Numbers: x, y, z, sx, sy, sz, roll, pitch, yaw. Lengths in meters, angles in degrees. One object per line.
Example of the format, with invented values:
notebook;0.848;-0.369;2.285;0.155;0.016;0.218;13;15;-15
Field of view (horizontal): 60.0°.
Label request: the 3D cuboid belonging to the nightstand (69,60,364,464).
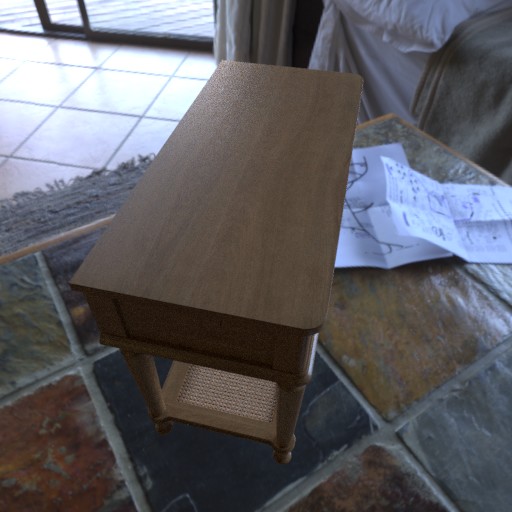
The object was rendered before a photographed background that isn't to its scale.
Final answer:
nightstand;0.000;0.000;1.271;0.432;0.700;0.914;10;47;9
